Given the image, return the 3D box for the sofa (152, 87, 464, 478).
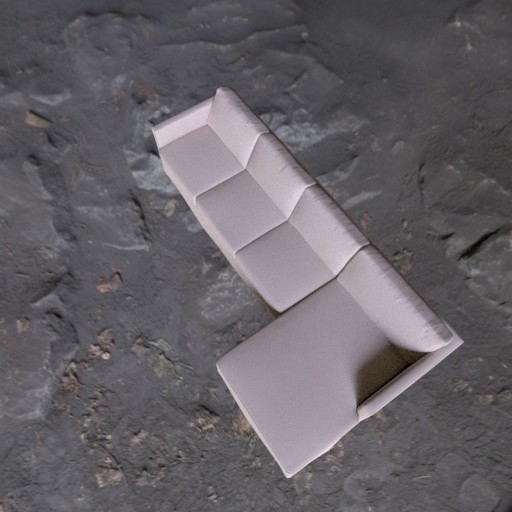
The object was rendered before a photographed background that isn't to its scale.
[{"bbox_3d":[0.000,0.000,3.890,1.622,0.871,3.206,-32,68,-14],"label":"sofa"}]
